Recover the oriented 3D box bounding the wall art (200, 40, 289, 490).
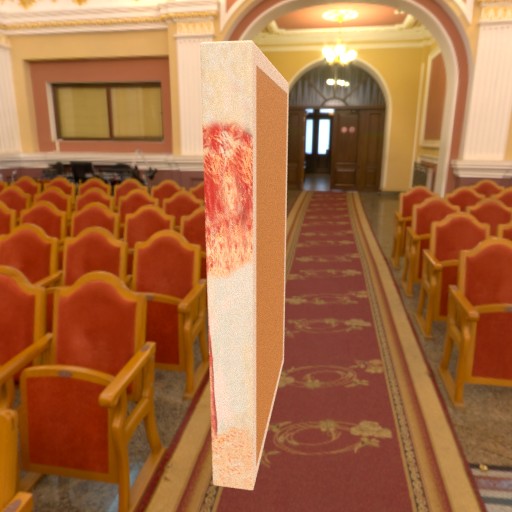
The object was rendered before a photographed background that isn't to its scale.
[{"bbox_3d":[0.000,0.000,0.481,0.039,0.380,0.251,3,15,10],"label":"wall art"}]
